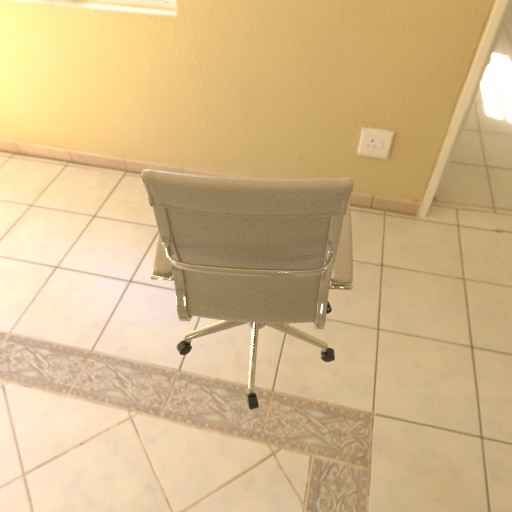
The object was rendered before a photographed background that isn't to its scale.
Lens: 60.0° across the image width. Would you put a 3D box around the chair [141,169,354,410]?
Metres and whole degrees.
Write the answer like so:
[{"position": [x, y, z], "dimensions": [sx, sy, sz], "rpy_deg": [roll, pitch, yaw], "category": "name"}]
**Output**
[{"position": [0.000, 0.000, 1.539], "dimensions": [0.679, 1.149, 0.667], "rpy_deg": [3, 48, 3], "category": "chair"}]
